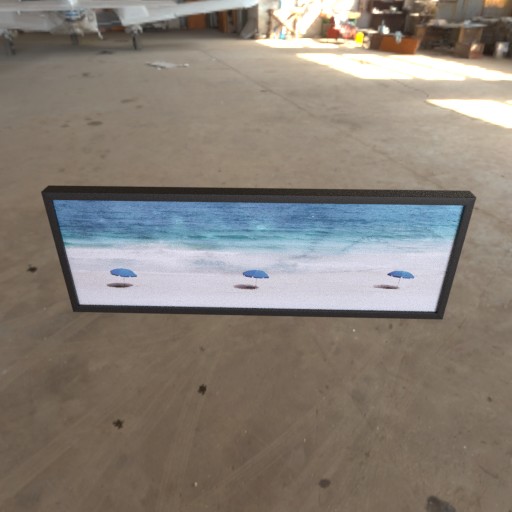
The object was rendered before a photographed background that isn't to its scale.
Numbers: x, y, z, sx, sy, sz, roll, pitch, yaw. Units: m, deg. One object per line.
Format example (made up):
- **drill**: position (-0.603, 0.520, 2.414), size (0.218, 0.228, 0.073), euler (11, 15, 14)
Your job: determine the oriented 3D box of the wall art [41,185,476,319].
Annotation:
- **wall art**: position (0.000, 0.000, 0.968), size (0.860, 0.303, 0.037), euler (1, 31, 2)
